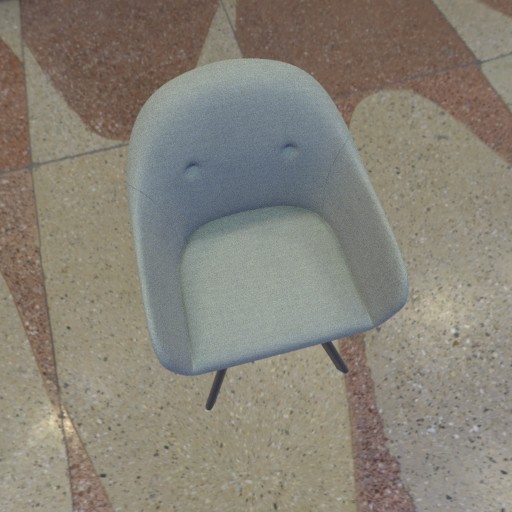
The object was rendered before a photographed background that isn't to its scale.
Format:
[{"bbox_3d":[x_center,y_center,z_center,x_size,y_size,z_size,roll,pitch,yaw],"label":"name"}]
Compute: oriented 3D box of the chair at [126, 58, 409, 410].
[{"bbox_3d":[0.000,0.000,1.151,0.540,0.780,0.570,-13,64,-6],"label":"chair"}]
